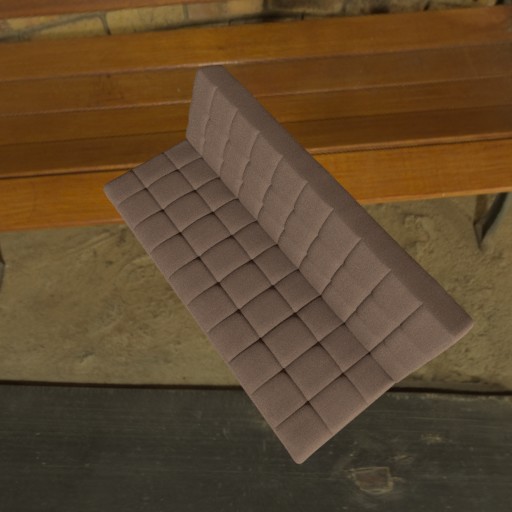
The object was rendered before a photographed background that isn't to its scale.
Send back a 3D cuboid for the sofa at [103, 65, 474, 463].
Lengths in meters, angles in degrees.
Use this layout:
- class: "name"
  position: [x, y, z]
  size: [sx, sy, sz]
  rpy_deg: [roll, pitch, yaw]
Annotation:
- class: "sofa"
  position: [0.000, 0.000, 2.267]
  size: [0.860, 0.810, 1.800]
  rpy_deg: [-34, 69, -15]
